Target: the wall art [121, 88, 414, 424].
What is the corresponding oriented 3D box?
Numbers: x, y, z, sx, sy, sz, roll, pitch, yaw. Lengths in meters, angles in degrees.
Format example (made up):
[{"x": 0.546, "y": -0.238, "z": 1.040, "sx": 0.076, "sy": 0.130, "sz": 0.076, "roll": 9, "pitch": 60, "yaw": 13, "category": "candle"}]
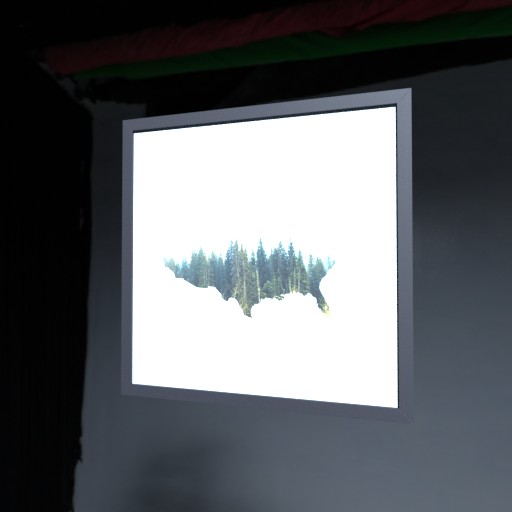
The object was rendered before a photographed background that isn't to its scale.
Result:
[{"x": 0.000, "y": 0.000, "z": 0.765, "sx": 0.509, "sy": 0.509, "sz": 0.040, "roll": 0, "pitch": -1, "yaw": 17, "category": "wall art"}]
